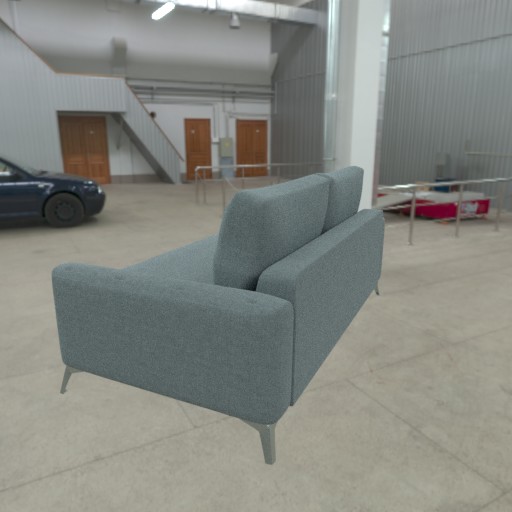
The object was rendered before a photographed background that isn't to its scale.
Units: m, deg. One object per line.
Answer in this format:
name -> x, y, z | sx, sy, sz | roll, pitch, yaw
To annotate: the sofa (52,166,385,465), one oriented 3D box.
sofa -> 0.000, 0.000, 2.109 | 0.920, 0.790, 1.650 | 7, 17, 25
